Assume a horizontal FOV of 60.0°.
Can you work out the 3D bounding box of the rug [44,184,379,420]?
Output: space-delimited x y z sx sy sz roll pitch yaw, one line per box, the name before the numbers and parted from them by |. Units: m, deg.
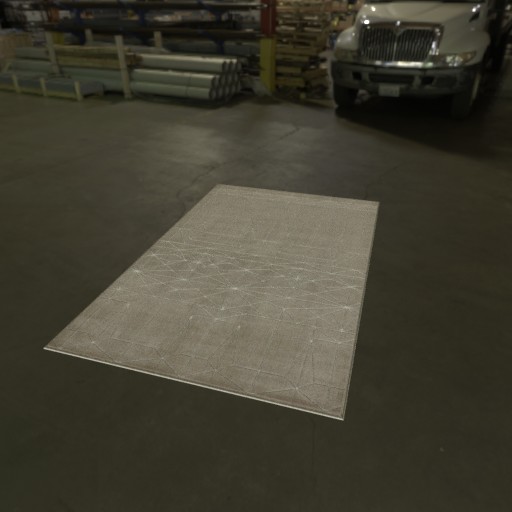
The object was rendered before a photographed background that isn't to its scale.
rug | 0.000 0.000 3.083 1.524 0.012 2.438 9 31 15
